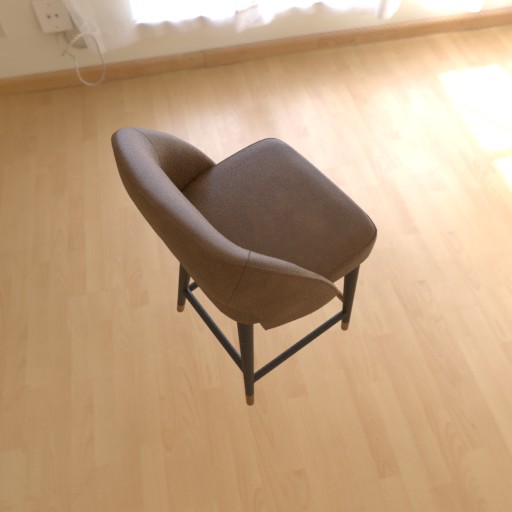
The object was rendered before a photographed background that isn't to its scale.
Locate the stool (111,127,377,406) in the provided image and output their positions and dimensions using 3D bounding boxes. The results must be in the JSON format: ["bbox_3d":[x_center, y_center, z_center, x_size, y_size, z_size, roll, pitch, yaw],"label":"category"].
[{"bbox_3d":[0.000,0.000,1.222,0.509,0.940,0.494,-34,65,-19],"label":"stool"}]
